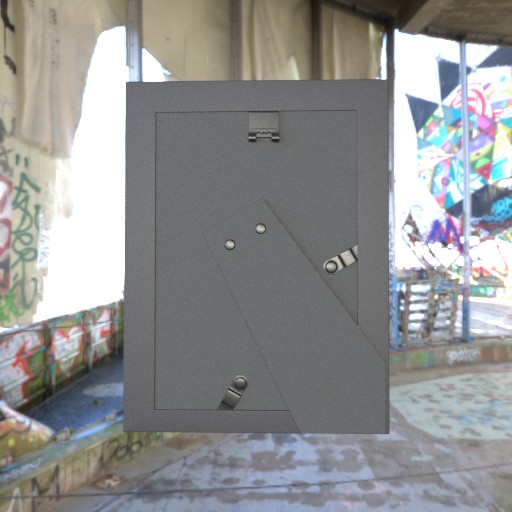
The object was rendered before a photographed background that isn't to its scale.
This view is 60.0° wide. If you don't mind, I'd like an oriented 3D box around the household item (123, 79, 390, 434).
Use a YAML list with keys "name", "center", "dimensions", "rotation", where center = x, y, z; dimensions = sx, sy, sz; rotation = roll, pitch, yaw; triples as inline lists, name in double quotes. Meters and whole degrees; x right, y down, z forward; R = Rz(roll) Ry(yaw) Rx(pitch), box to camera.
- name: "household item"
  center: [0.000, 0.000, 0.229]
  dimensions: [0.133, 0.178, 0.022]
  rotation: [0, -1, 1]
